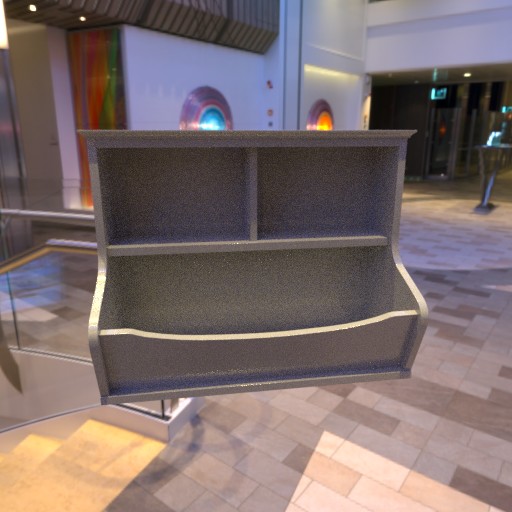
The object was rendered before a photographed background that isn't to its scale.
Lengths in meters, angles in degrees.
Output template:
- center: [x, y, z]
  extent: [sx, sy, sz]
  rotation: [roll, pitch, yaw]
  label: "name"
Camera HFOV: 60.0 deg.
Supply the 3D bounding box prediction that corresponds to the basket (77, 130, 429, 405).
- center: [0.000, 0.000, 1.098]
  extent: [0.780, 0.600, 0.350]
  rotation: [-2, 16, -8]
  label: "basket"
